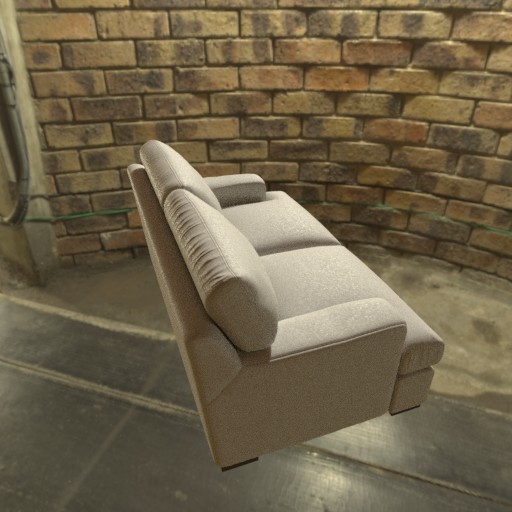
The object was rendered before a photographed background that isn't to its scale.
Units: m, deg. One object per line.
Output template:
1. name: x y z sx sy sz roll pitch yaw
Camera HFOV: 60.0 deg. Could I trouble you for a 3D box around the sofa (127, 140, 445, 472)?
1. sofa: 0.000 0.000 2.475 1.143 0.940 1.880 -11 33 -17
